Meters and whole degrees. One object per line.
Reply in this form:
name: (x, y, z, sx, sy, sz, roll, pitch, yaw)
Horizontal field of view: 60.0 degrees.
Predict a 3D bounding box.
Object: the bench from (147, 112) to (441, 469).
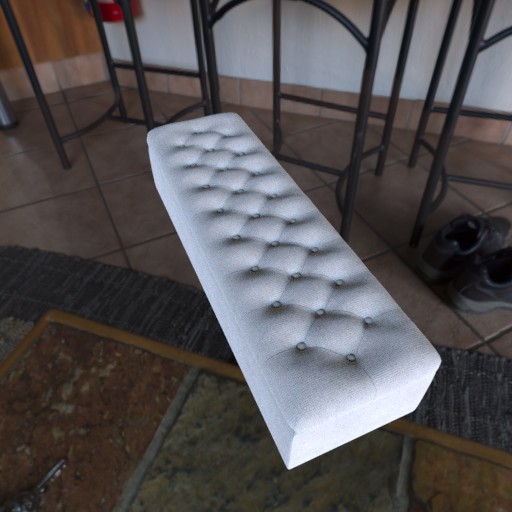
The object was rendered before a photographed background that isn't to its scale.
bench: (0.000, 0.000, 1.720, 0.455, 0.467, 1.480, -17, 48, -16)
